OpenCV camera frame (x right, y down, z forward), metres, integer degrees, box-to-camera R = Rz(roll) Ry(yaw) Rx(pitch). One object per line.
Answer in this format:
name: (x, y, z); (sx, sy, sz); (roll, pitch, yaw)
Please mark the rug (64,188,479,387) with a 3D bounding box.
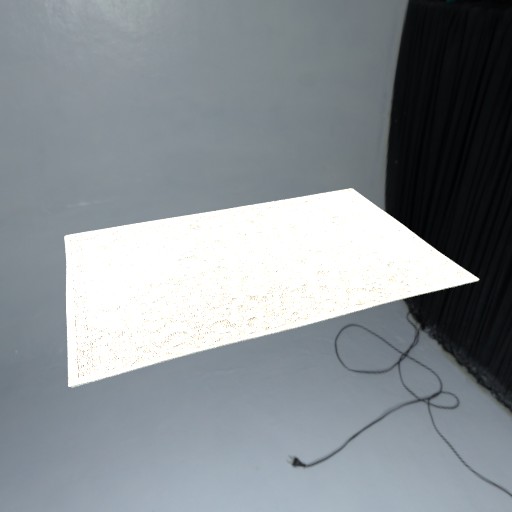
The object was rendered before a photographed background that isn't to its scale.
rug: (0.000, 0.000, 3.018); (2.435, 0.012, 1.529); (-11, 34, -18)
